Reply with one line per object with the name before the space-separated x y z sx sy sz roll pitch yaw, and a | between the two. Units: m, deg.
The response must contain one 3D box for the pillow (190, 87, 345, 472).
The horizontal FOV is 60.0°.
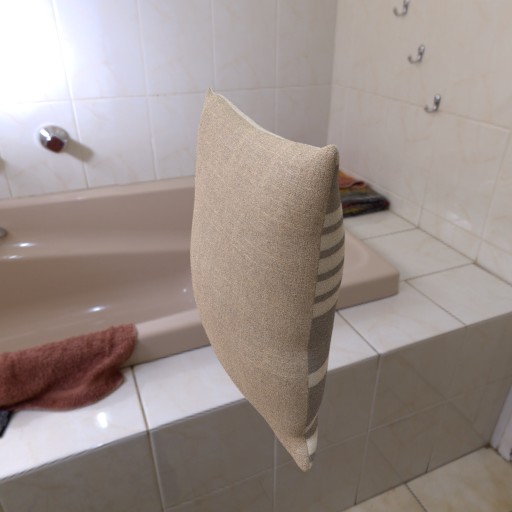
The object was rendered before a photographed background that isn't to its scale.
pillow | 0.000 0.000 0.673 0.182 0.440 0.439 -10 31 -18
